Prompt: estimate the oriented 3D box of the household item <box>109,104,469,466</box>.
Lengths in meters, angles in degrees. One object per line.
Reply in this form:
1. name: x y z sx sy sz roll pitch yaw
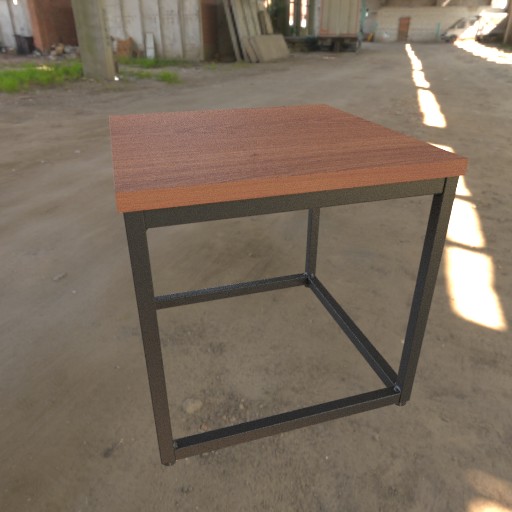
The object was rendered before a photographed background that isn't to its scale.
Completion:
1. household item: 0.000 0.000 0.731 0.400 0.400 0.400 -8 29 -15
